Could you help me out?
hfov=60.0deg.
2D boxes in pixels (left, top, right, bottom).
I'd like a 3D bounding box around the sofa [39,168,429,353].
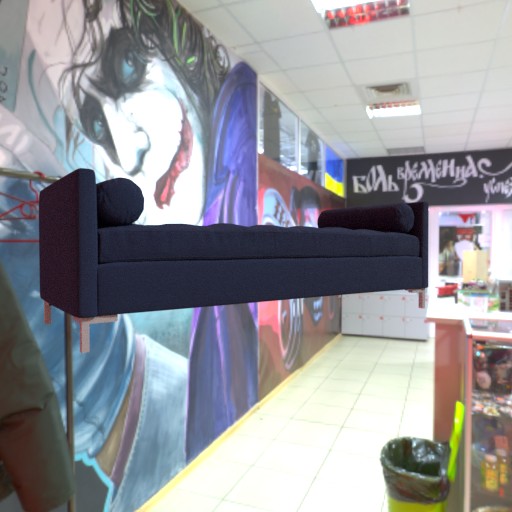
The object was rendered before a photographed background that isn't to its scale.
[{"bbox_3d":[0.000,0.000,2.464,2.102,0.657,0.797,-1,1,-35],"label":"sofa"}]
